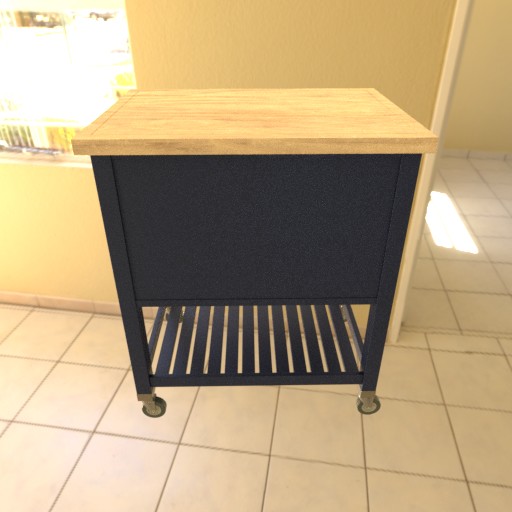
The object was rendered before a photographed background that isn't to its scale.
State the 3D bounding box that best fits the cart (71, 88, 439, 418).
[{"bbox_3d":[0.000,0.000,1.424,0.797,0.920,0.567,-1,31,-1],"label":"cart"}]
